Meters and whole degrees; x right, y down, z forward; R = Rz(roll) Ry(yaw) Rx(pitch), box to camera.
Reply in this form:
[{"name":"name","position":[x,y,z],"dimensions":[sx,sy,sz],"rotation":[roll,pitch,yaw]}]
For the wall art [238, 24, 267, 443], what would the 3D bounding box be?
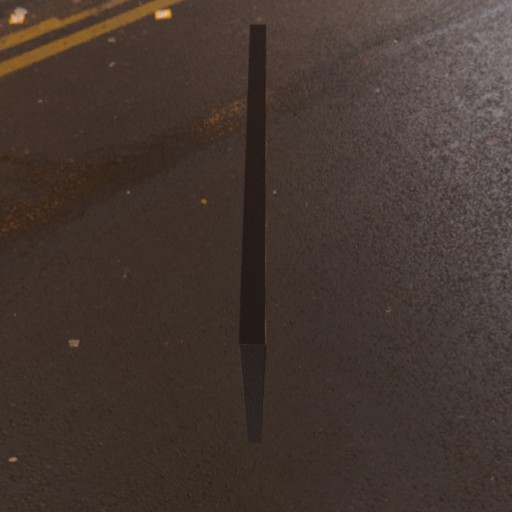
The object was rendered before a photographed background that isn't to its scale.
[{"name":"wall art","position":[0.000,0.000,1.125],"dimensions":[0.038,0.762,0.762],"rotation":[1,58,0]}]
